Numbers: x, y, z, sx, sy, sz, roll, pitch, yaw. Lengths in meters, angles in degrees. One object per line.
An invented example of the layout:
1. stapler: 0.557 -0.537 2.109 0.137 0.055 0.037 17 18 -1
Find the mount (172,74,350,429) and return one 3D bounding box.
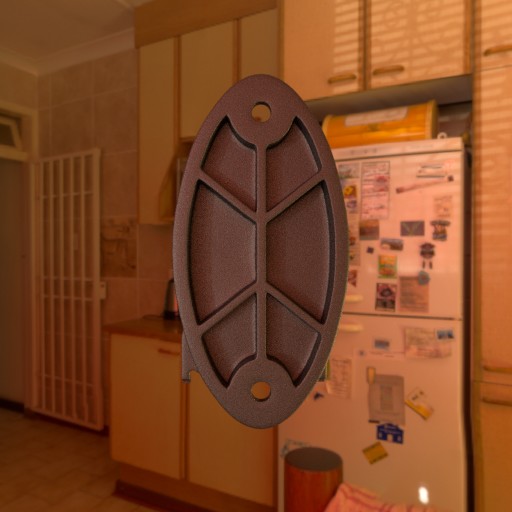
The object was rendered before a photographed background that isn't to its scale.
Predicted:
1. mount: 0.000 0.000 0.180 0.066 0.118 0.100 0 1 -2
